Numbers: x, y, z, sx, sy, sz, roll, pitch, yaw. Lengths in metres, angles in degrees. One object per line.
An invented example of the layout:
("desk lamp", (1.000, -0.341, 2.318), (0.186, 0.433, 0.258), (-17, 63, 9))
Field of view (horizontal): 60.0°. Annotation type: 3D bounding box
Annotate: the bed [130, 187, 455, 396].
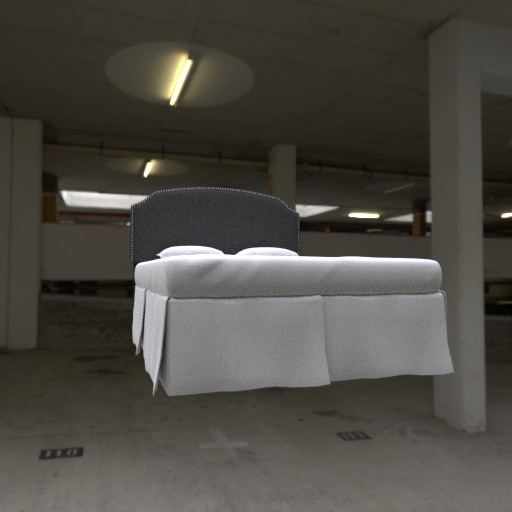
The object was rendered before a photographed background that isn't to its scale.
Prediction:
("bed", (0.000, 0.000, 2.995), (1.558, 1.270, 1.999), (1, -2, -19))
